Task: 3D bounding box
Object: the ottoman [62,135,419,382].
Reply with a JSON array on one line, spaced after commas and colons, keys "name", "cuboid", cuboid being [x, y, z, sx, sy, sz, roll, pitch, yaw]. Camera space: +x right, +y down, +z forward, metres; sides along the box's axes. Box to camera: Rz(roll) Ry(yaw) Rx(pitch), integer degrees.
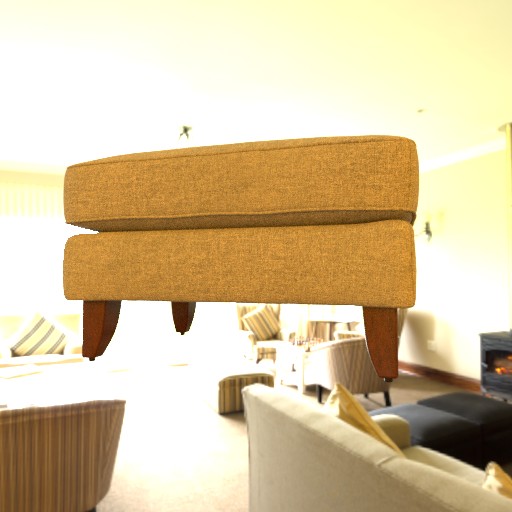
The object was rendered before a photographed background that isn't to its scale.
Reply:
[{"name": "ottoman", "cuboid": [0.000, 0.000, 1.302, 0.889, 0.561, 0.661, -1, -2, 17]}]
